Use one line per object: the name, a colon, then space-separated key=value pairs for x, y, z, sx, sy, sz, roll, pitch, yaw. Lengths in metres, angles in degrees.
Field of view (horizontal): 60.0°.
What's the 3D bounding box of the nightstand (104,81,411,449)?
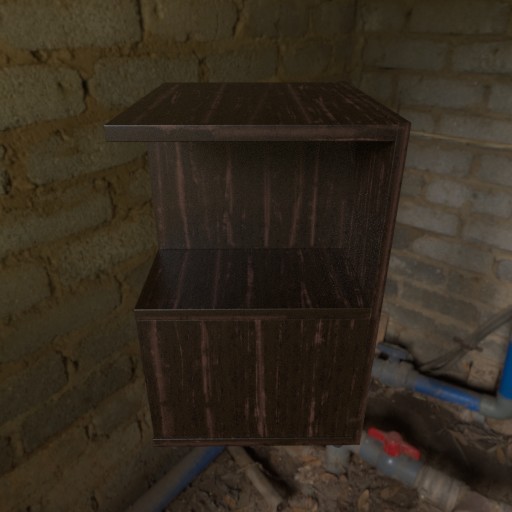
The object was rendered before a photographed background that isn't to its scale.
nightstand: x=0.000 y=0.000 z=0.818 sx=0.356 sy=0.559 sz=0.400 roll=0 pitch=28 yaw=-1
